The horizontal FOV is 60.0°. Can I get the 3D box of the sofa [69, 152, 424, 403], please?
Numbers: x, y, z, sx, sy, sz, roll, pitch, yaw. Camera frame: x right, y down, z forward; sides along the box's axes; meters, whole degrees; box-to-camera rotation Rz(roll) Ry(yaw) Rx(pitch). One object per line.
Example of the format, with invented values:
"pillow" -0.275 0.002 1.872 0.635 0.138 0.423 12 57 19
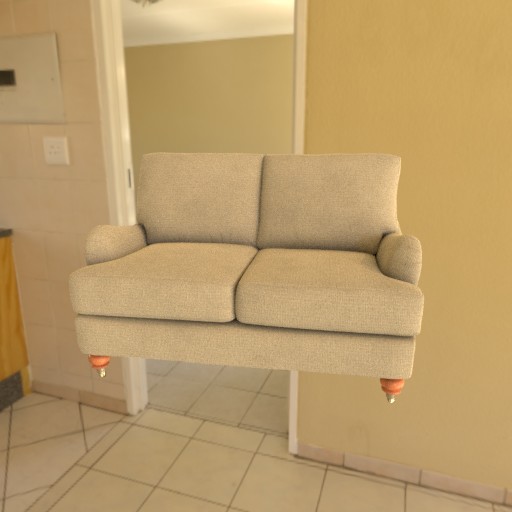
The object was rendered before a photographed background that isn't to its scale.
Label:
"sofa" 0.000 0.000 2.233 1.480 0.999 1.087 2 15 9
